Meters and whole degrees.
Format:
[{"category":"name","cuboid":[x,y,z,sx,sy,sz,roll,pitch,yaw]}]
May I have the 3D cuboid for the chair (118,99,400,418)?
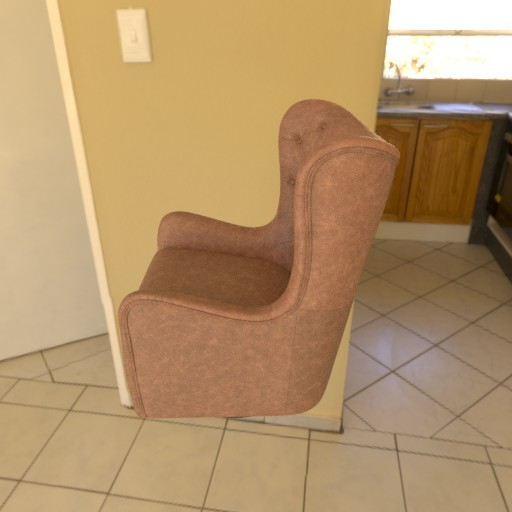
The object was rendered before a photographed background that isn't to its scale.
[{"category":"chair","cuboid":[0.000,0.000,1.745,0.930,1.079,0.831,0,27,0]}]
